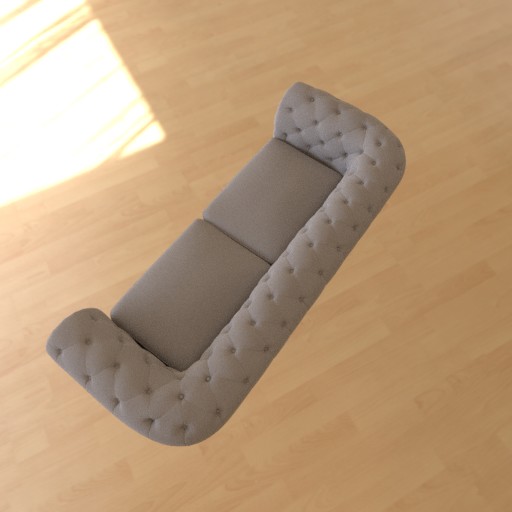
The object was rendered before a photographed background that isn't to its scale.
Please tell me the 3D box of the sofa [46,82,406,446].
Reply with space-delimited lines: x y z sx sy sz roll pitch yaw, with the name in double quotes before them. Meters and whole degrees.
"sofa" 0.000 0.000 2.809 0.991 0.749 2.411 33 68 16
